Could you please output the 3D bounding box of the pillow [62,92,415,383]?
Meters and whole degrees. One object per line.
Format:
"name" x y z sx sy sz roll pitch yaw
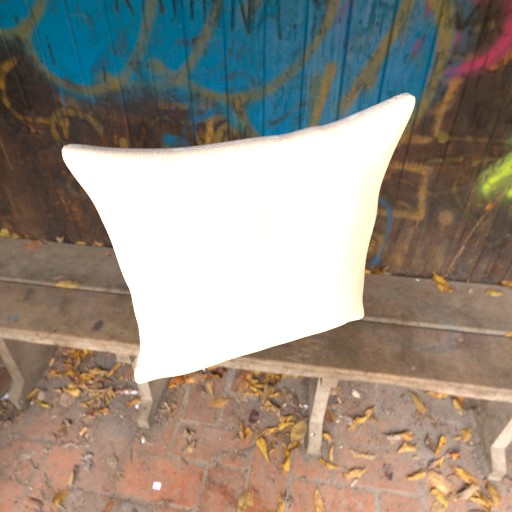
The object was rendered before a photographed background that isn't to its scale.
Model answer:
"pillow" 0.000 0.000 0.660 0.436 0.432 0.138 -13 43 -15
